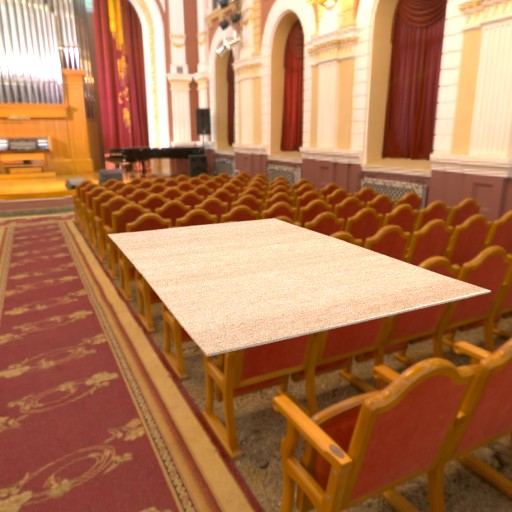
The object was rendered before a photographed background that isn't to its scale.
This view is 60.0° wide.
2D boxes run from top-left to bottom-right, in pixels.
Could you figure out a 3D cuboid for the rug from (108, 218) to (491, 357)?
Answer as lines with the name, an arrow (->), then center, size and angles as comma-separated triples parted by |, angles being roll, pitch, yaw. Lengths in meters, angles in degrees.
rug -> 0.000, 0.000, 2.975 | 1.574, 0.029, 2.346 | -7, 17, -25
